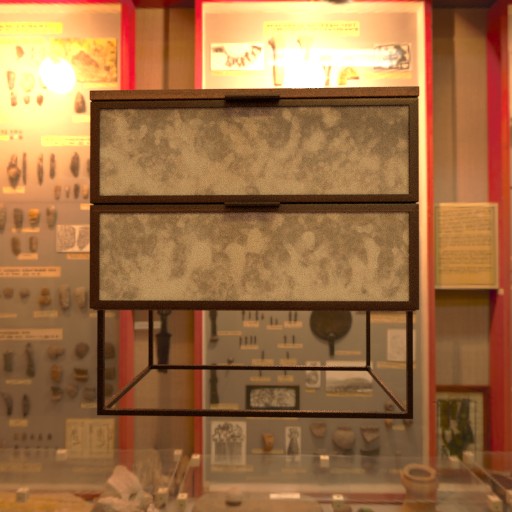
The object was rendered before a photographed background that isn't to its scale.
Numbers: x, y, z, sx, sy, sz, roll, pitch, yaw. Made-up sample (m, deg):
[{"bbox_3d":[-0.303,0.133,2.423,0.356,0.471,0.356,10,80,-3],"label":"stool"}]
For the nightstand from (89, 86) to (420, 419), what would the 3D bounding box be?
[{"bbox_3d":[0.000,0.000,1.003,0.605,0.611,0.427,0,0,2],"label":"nightstand"}]
